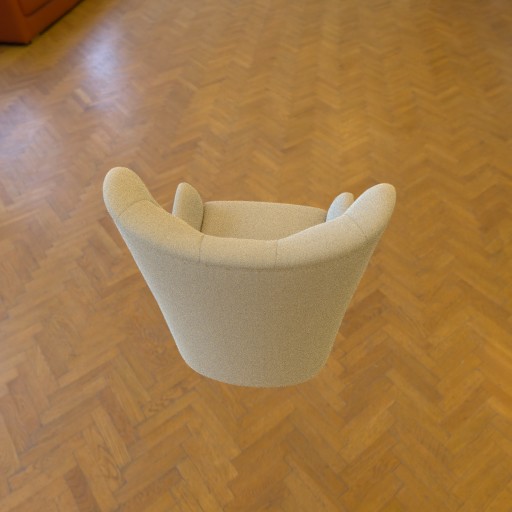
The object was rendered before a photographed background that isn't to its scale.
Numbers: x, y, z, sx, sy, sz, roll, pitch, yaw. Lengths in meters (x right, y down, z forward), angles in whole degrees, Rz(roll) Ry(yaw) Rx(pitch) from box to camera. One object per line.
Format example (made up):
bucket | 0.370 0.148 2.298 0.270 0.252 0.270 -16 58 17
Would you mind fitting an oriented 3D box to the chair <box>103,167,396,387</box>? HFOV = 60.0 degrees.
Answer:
chair | 0.000 0.000 1.778 0.831 1.079 0.929 4 47 4
